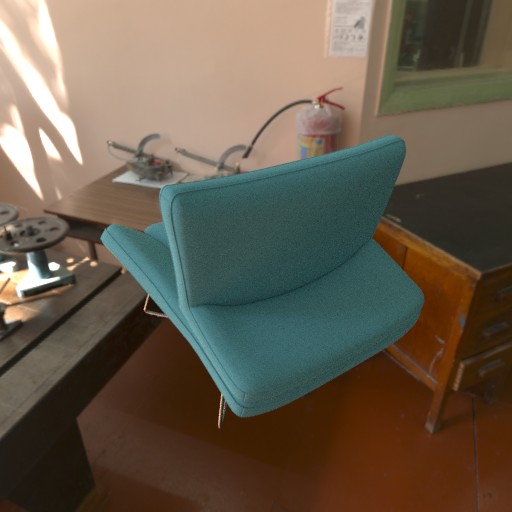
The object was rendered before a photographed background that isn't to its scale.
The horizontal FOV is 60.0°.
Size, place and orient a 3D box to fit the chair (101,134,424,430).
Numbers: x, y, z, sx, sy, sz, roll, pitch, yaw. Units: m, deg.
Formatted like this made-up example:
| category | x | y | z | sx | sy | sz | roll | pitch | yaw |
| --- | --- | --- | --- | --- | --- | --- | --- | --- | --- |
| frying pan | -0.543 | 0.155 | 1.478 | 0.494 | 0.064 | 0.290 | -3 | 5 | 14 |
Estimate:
| category | x | y | z | sx | sy | sz | roll | pitch | yaw |
| --- | --- | --- | --- | --- | --- | --- | --- | --- | --- |
| chair | 0.000 | 0.000 | 1.625 | 0.859 | 0.855 | 1.008 | -19 | 35 | -29 |
